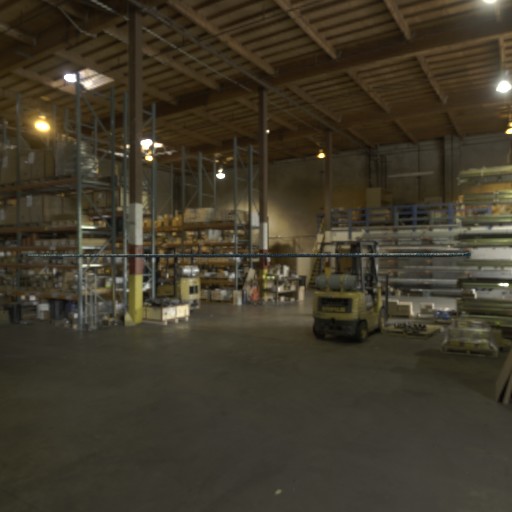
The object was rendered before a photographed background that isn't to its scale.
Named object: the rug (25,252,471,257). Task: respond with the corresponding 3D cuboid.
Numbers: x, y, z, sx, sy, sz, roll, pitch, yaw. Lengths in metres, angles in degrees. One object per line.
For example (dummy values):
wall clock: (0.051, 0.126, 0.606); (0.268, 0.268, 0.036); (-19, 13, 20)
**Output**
rug: (0.000, 0.000, 2.996); (2.449, 0.015, 1.530); (0, 0, 18)
